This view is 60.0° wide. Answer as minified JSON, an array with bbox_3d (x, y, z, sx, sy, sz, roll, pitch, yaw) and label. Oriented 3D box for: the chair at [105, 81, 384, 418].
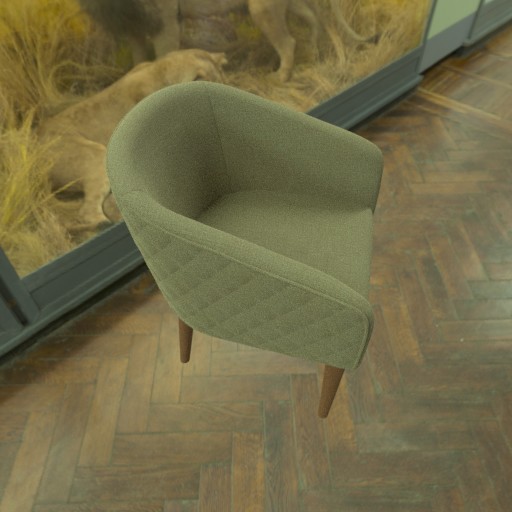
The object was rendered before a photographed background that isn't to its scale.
[{"bbox_3d":[0.000,0.000,1.220,0.616,0.775,0.584,10,48,9],"label":"chair"}]
